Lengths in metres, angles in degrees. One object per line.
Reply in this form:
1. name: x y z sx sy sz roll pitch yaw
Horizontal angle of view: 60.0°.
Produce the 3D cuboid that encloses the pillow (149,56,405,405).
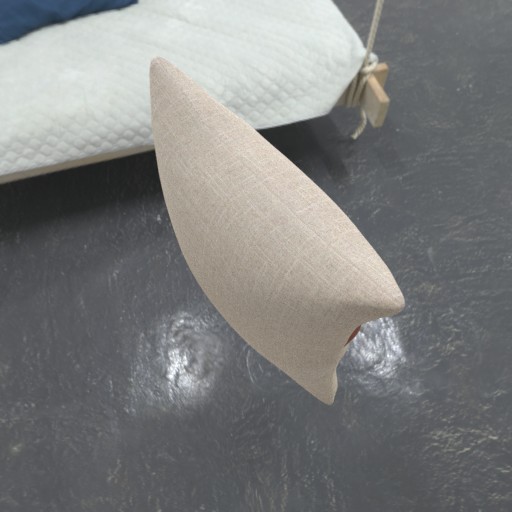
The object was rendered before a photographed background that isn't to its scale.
1. pillow: 0.000 0.000 0.626 0.173 0.399 0.414 -33 65 -18
